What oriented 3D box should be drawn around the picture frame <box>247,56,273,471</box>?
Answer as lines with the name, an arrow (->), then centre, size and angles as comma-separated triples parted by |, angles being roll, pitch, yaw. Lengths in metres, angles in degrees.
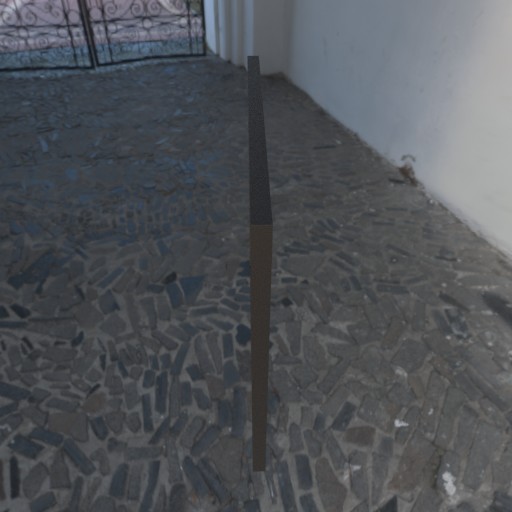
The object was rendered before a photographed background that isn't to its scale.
picture frame -> 0.000, 0.000, 1.166 | 0.032, 0.775, 0.775 | -1, 41, -1
